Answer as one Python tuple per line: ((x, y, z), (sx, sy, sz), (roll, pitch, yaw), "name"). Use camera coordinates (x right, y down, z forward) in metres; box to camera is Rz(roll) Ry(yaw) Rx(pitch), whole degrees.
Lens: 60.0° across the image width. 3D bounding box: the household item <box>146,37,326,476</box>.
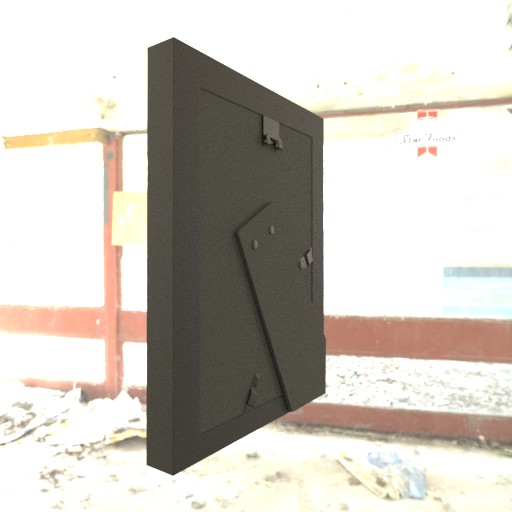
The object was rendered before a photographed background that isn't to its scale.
((0.000, 0.000, 0.236), (0.022, 0.178, 0.133), (0, 0, 35), "household item")
